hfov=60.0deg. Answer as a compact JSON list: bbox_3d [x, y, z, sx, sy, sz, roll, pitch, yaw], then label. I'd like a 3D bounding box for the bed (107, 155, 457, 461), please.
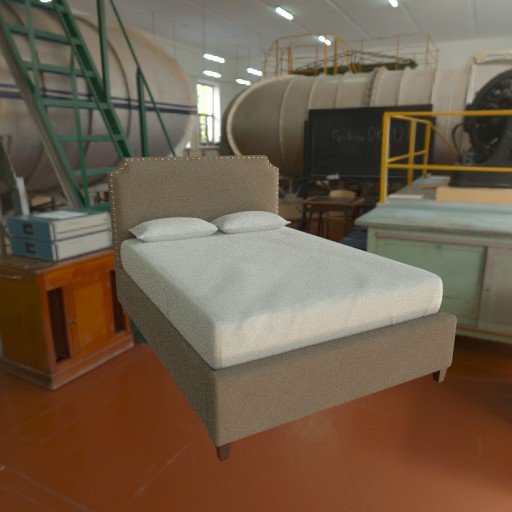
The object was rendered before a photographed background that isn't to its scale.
[{"bbox_3d":[0.000,0.000,3.380,1.703,1.415,2.329,-8,17,-27],"label":"bed"}]
